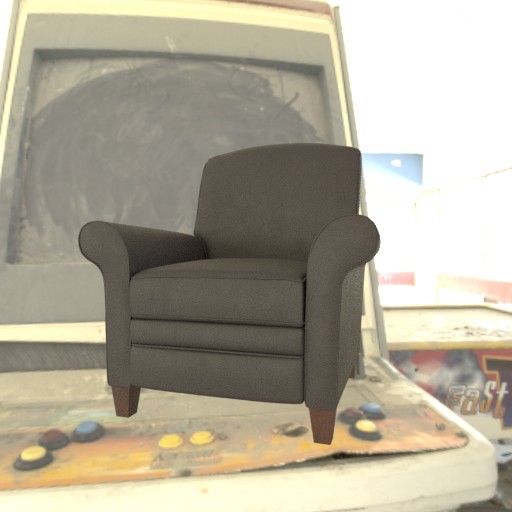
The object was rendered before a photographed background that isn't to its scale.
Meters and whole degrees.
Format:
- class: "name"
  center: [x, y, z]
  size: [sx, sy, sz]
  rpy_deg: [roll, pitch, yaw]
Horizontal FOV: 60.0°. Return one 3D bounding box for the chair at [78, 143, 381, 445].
- class: "chair"
  center: [0.000, 0.000, 1.751]
  size: [0.978, 1.061, 0.902]
  rpy_deg: [0, 1, 18]
